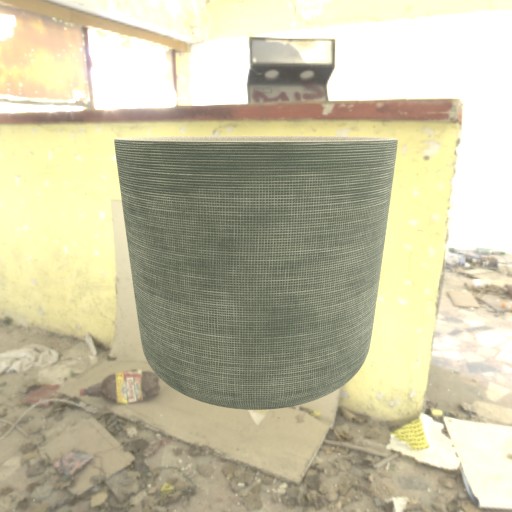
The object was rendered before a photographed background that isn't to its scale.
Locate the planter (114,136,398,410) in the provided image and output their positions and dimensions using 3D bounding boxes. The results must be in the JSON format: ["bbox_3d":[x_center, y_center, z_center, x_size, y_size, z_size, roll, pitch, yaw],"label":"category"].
[{"bbox_3d":[0.000,0.000,0.773,0.440,0.398,0.440,0,16,0],"label":"planter"}]
